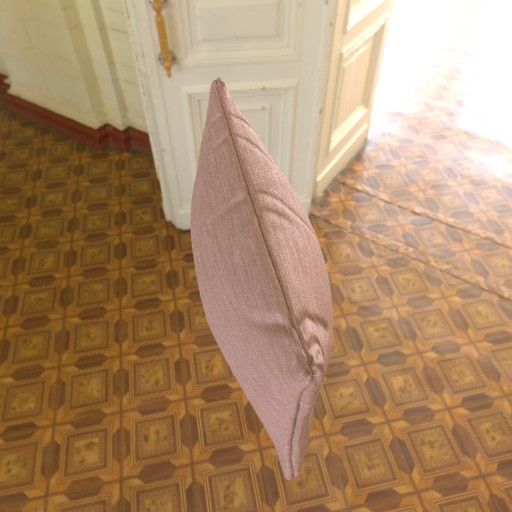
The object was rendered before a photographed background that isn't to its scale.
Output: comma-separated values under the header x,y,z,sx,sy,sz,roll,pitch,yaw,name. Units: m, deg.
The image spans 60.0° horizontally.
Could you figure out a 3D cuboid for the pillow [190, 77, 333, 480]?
x,y,z,sx,sy,sz,roll,pitch,yaw,name
0.000,0.000,0.761,0.210,0.338,0.633,-9,49,-8,pillow
